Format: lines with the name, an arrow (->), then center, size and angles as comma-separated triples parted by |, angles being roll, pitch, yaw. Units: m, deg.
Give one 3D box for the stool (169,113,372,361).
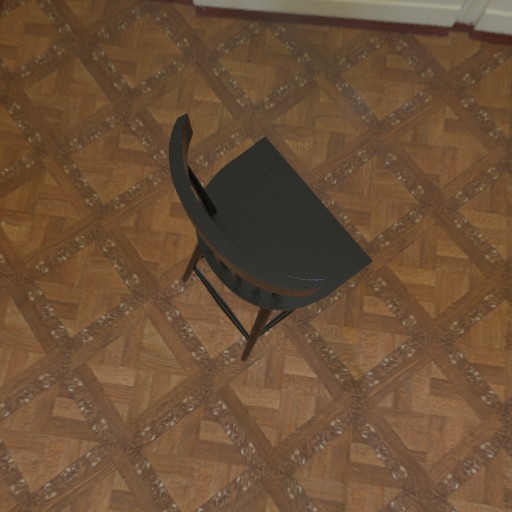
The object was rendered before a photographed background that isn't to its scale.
stool -> 0.000, 0.000, 1.396 | 0.483, 1.092, 0.482 | -37, 79, -8
